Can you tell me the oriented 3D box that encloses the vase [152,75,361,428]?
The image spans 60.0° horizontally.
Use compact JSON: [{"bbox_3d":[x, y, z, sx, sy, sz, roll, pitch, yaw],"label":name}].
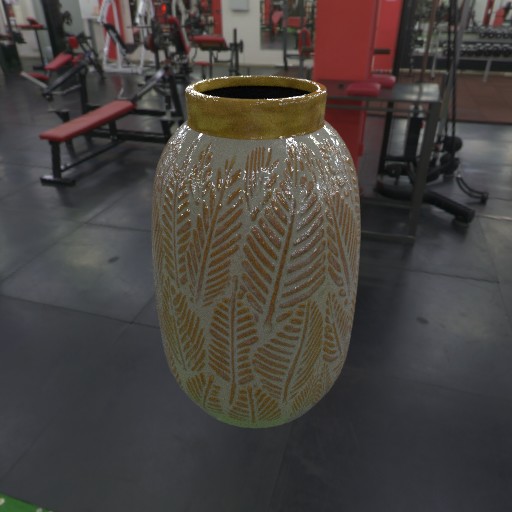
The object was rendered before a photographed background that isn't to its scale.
[{"bbox_3d":[0.000,0.000,0.372,0.172,0.270,0.172,0,31,0],"label":"vase"}]
